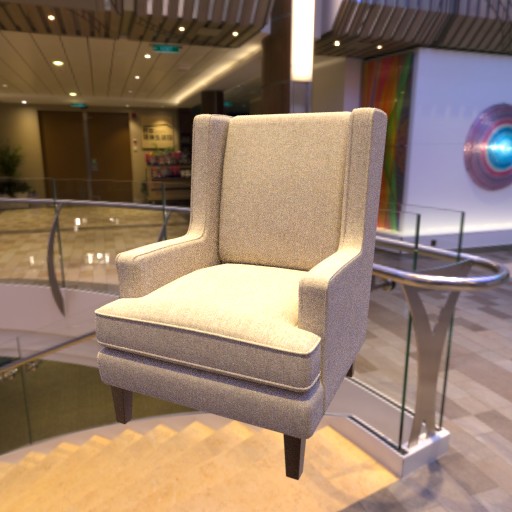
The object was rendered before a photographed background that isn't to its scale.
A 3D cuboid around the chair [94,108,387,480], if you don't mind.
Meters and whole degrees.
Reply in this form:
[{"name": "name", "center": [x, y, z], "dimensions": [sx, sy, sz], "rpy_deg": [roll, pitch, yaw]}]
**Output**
[{"name": "chair", "center": [0.000, 0.000, 1.676], "dimensions": [0.764, 1.082, 0.948], "rpy_deg": [6, 14, 24]}]
